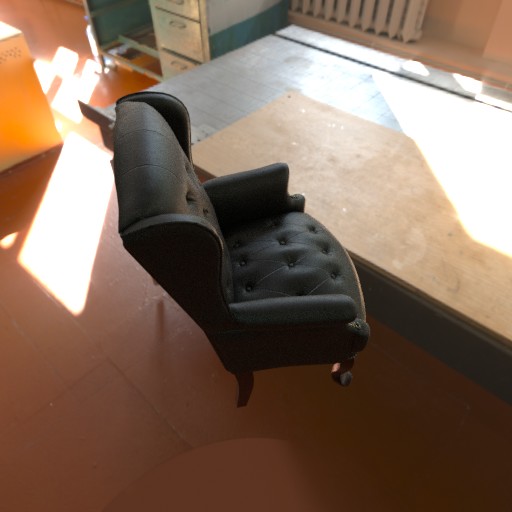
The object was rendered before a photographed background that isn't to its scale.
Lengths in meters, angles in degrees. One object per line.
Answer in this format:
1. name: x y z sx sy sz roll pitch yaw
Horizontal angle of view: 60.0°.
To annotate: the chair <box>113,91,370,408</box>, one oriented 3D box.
1. chair: 0.000 0.000 1.664 0.822 1.133 0.831 -10 47 -9
